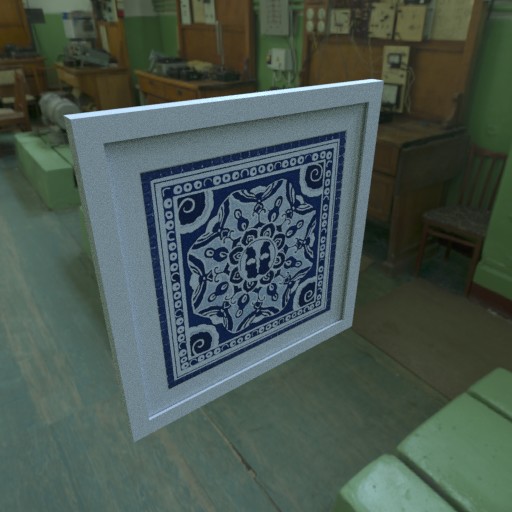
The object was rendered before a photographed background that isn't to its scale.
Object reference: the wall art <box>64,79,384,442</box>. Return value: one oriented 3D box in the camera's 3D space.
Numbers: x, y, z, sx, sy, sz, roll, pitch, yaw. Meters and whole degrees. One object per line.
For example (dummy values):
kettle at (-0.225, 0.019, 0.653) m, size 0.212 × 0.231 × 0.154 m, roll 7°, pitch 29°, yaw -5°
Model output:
wall art at (0.000, 0.000, 0.807) m, size 0.559 × 0.559 × 0.028 m, roll -20°, pitch 34°, yaw -31°
